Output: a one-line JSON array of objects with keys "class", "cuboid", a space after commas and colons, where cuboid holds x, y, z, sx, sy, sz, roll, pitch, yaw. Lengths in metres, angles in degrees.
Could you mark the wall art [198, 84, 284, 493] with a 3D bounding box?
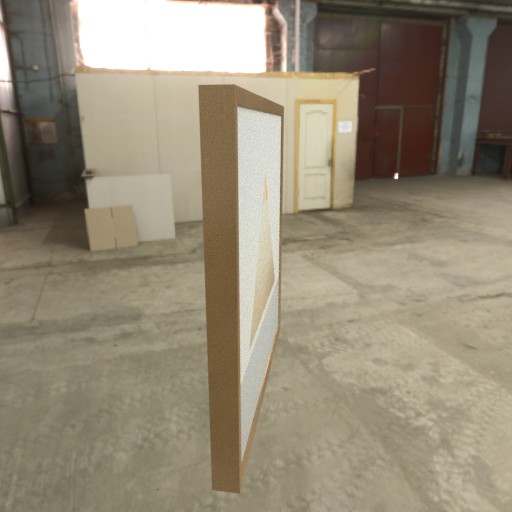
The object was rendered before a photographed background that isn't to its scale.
[{"class": "wall art", "cuboid": [0.000, 0.000, 0.765, 0.038, 0.511, 0.513, 3, 16, 9]}]
